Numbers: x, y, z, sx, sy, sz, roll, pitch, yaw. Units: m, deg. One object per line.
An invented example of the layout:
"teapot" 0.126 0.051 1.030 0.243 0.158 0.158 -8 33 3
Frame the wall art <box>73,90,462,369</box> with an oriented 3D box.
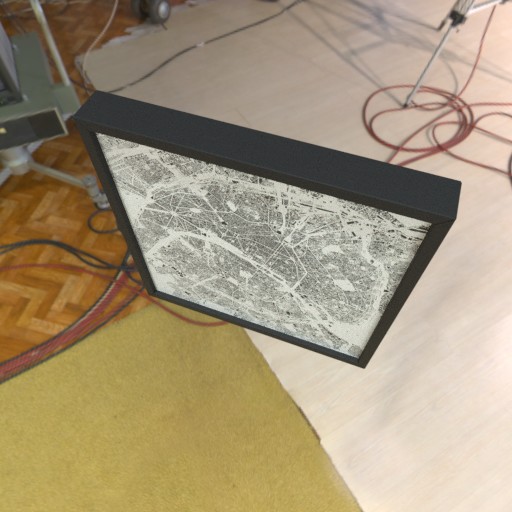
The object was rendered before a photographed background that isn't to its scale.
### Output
"wall art" 0.000 0.000 0.467 0.305 0.305 0.037 17 58 11
